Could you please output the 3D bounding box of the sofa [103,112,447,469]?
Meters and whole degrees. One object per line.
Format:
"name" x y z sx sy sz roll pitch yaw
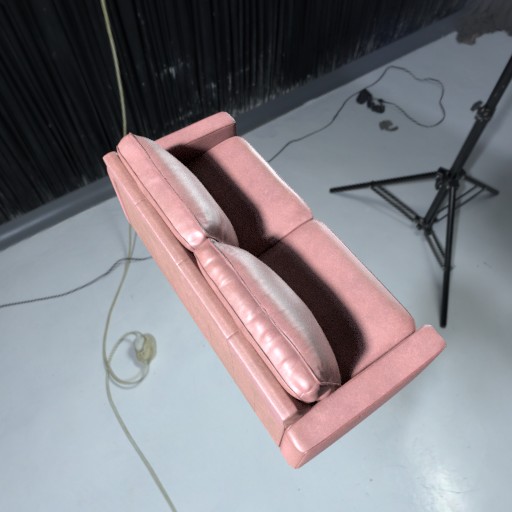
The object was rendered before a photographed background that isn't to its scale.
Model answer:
"sofa" 0.000 0.000 2.593 0.940 0.919 2.080 -30 63 -17
